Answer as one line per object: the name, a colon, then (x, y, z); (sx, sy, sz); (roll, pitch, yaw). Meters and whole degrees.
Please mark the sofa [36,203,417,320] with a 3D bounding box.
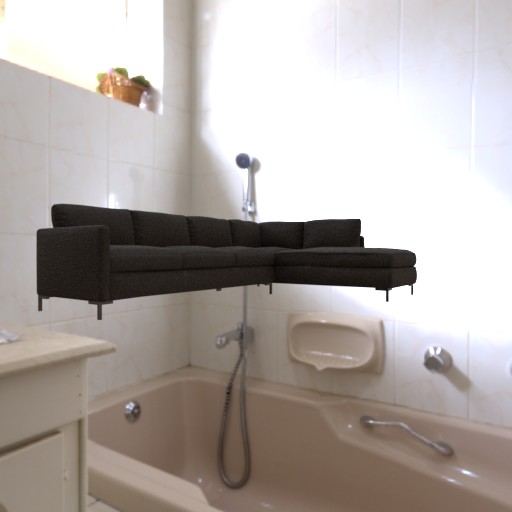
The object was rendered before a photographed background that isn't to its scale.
sofa: (0.000, 0.000, 3.921); (2.007, 0.815, 2.949); (0, 1, 35)
